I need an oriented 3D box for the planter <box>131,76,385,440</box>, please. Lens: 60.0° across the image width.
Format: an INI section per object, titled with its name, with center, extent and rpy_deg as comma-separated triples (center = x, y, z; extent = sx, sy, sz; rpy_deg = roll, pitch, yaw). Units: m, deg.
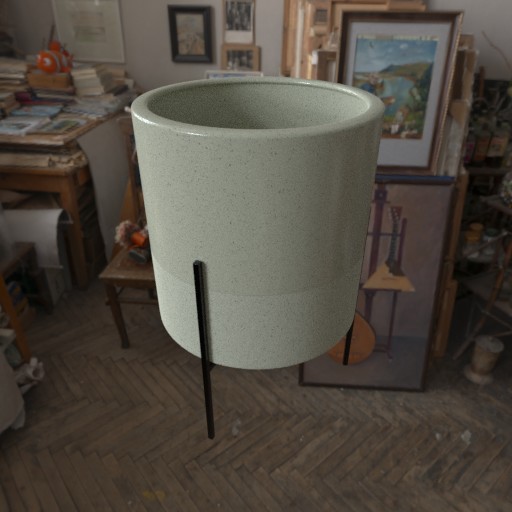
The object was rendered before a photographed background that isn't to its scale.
[planter]
center = 0.000, 0.000, 0.689
extent = 0.314, 0.475, 0.323
rpy_deg = -19, 37, -28
